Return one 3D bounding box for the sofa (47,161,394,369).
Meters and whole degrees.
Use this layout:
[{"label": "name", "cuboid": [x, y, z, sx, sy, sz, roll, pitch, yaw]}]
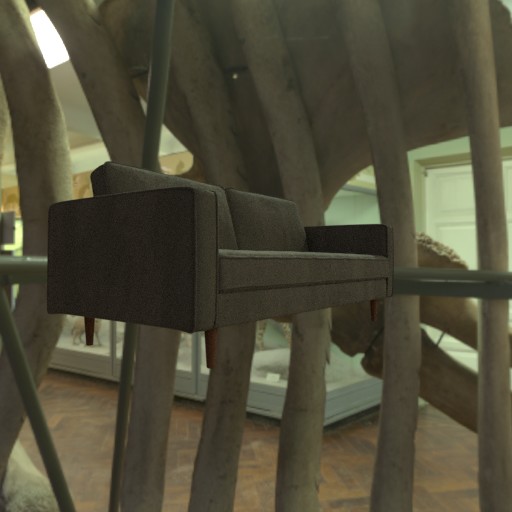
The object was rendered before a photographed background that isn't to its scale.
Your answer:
[{"label": "sofa", "cuboid": [0.000, 0.000, 2.442, 0.924, 0.825, 1.920, -1, -1, 36]}]
